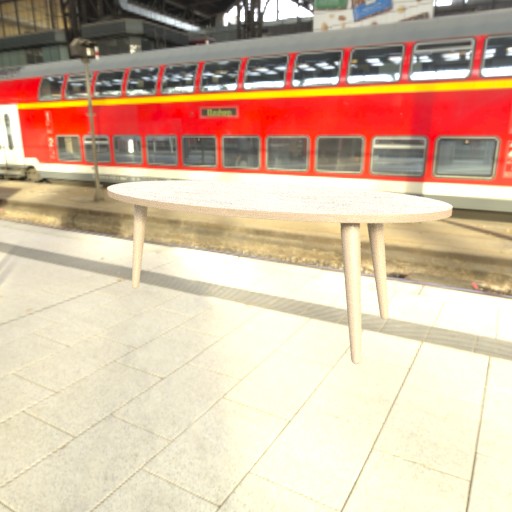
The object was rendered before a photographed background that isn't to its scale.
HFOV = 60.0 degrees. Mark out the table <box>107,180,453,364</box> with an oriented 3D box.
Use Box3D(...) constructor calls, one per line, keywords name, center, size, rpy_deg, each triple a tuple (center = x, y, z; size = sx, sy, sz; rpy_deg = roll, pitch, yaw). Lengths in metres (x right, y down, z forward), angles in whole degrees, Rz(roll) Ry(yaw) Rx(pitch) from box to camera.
Box3D(name="table", center=(0.000, 0.000, 1.376), size=(1.083, 0.390, 0.542), rpy_deg=(8, 18, 27))
